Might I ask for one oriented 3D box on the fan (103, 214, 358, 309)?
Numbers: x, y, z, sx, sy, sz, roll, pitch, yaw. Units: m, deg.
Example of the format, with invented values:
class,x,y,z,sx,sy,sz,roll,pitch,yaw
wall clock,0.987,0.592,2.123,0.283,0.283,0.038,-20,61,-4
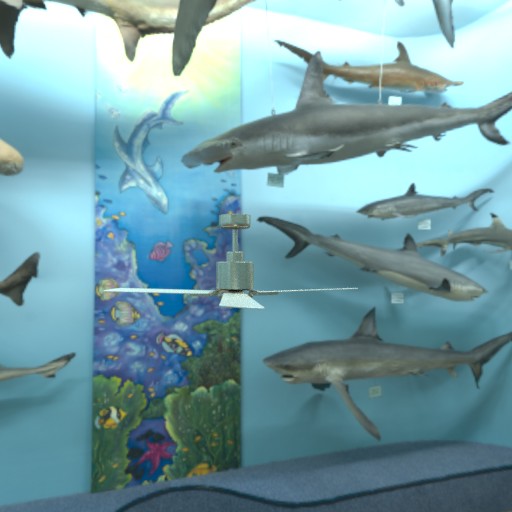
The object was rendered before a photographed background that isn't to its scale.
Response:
class,x,y,z,sx,sy,sz,roll,pitch,yaw
fan,0.000,0.000,2.335,1.561,0.446,1.531,1,-2,-17
